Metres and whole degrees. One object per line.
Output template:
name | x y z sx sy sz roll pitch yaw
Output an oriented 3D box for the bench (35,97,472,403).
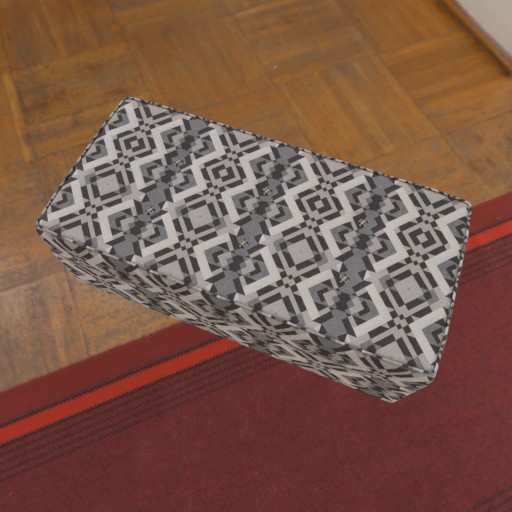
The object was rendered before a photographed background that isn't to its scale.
bench | 0.000 0.000 1.303 1.016 0.477 0.492 20 66 9
